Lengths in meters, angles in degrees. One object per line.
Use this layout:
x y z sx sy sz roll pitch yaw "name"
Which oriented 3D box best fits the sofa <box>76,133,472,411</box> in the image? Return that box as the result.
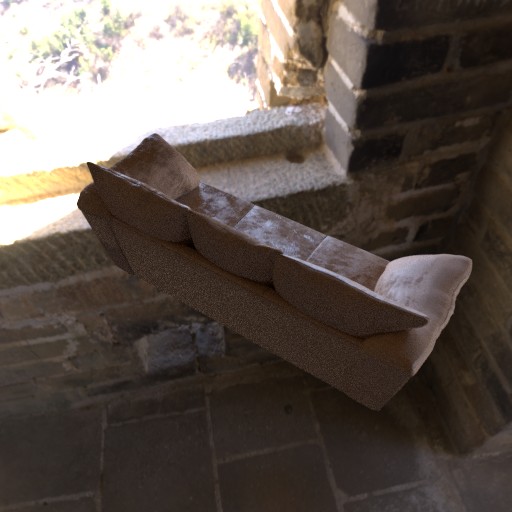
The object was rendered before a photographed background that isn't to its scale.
0.000 0.000 2.872 2.377 0.981 0.893 25 53 21 "sofa"
